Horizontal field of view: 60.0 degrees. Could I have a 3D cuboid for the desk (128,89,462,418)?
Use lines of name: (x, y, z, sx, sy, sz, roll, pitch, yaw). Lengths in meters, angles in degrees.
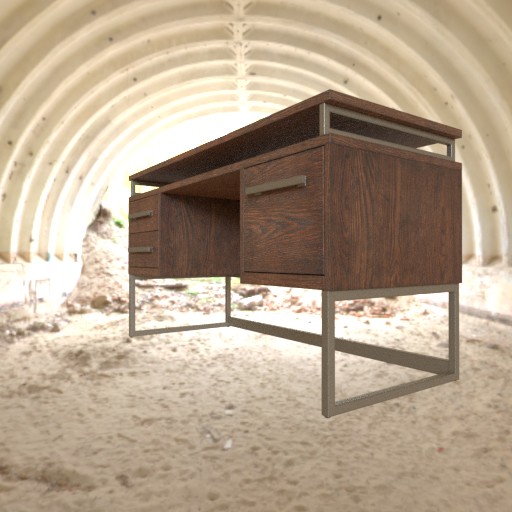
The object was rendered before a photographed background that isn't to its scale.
desk: (0.000, 0.000, 1.782, 0.610, 0.792, 1.384, 0, 0, -36)
